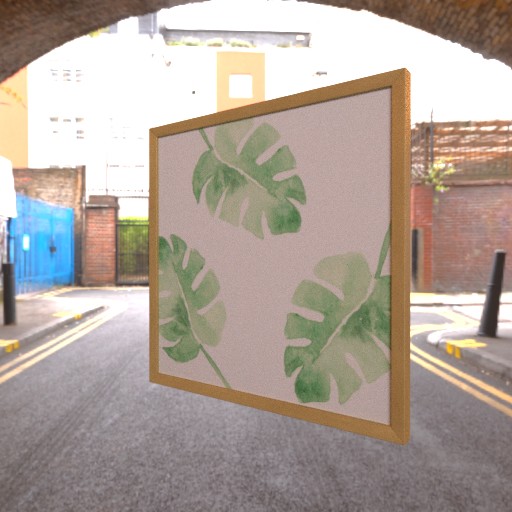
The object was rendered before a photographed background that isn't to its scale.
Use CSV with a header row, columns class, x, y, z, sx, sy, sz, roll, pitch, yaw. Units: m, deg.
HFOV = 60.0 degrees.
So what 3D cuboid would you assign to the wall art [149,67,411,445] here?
class,x,y,z,sx,sy,sz,roll,pitch,yaw
wall art,0.000,0.000,1.127,0.763,0.763,0.037,0,1,35
